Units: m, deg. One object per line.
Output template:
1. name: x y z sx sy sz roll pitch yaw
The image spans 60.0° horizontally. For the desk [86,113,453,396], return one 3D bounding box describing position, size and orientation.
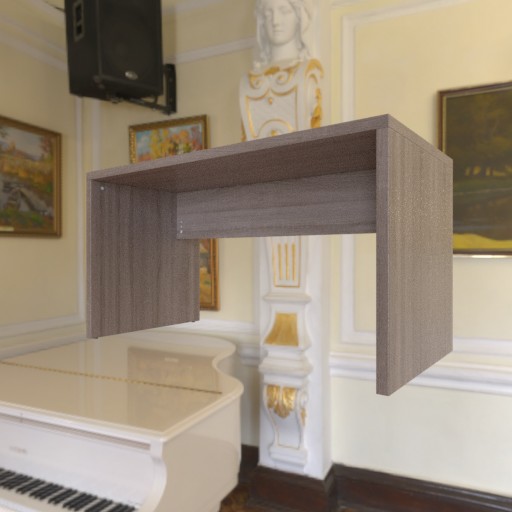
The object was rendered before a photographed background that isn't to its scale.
1. desk: 0.000 0.000 1.846 1.380 0.745 0.690 0 0 37
